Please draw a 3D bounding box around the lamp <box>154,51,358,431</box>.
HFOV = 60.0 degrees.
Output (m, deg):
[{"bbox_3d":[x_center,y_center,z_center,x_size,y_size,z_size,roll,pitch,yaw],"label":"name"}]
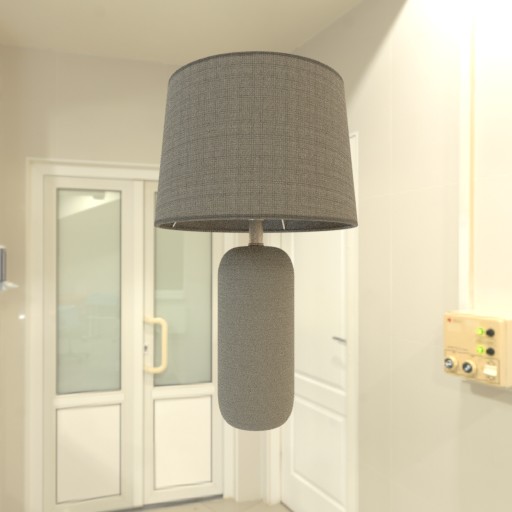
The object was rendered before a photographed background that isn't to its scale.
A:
[{"bbox_3d":[0.000,0.000,0.818,0.367,0.609,0.367,0,0,0],"label":"lamp"}]
